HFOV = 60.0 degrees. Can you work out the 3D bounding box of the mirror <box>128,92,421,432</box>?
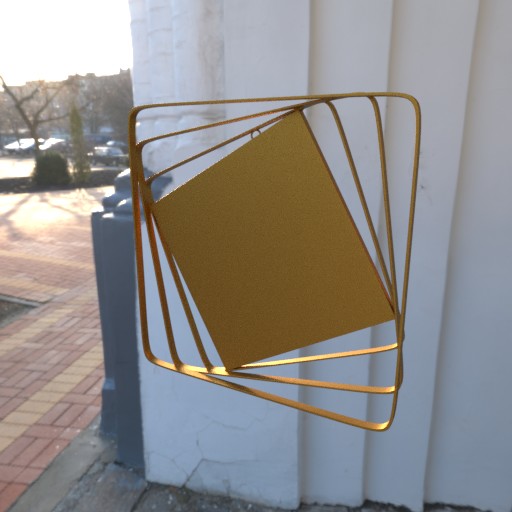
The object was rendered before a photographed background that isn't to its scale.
[{"bbox_3d":[0.000,0.000,0.696,0.470,0.468,0.045,8,16,28],"label":"mirror"}]
